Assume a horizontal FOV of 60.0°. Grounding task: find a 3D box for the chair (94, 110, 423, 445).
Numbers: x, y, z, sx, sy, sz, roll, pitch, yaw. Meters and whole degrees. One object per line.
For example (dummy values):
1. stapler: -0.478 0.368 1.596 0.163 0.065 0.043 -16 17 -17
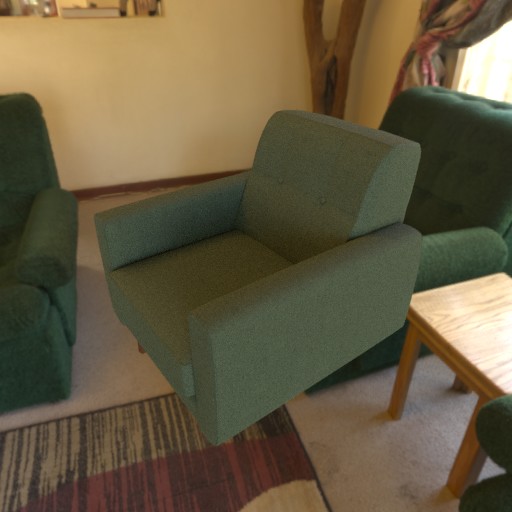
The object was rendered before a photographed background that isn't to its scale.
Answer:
1. chair: 0.000 0.000 1.590 0.909 0.841 0.831 -21 37 -31
